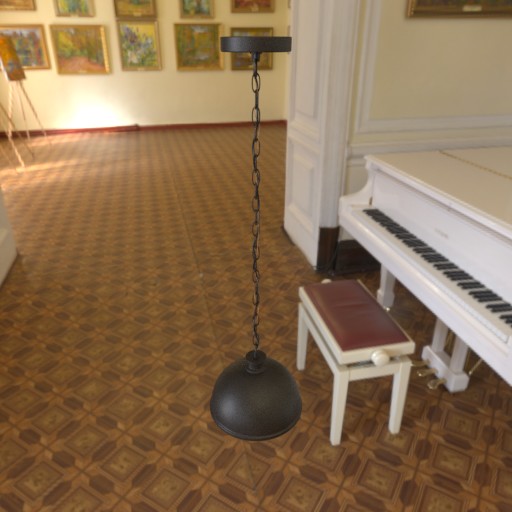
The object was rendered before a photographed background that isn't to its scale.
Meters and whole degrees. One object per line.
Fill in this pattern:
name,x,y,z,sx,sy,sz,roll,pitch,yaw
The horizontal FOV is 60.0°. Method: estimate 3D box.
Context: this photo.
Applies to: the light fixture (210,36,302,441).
light fixture,0.000,0.000,1.229,0.304,1.090,0.304,0,26,-1
